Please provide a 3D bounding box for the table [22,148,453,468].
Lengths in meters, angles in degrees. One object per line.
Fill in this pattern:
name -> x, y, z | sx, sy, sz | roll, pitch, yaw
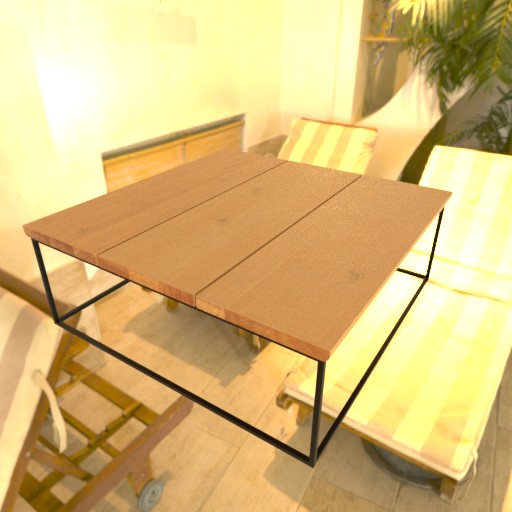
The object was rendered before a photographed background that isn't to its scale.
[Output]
table -> 0.000, 0.000, 1.676 | 1.100, 0.400, 1.100 | 18, 34, 29
